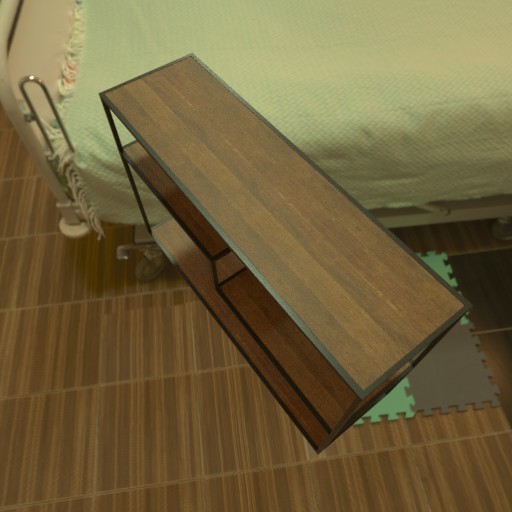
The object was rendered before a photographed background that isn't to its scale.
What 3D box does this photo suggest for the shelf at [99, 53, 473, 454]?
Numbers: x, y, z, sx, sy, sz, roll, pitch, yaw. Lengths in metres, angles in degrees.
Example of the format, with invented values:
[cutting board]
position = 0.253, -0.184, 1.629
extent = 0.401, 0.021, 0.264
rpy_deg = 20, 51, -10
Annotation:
[shelf]
position = 0.000, 0.000, 1.542
extent = 0.361, 0.765, 1.201
rpy_deg = -33, 64, -18
